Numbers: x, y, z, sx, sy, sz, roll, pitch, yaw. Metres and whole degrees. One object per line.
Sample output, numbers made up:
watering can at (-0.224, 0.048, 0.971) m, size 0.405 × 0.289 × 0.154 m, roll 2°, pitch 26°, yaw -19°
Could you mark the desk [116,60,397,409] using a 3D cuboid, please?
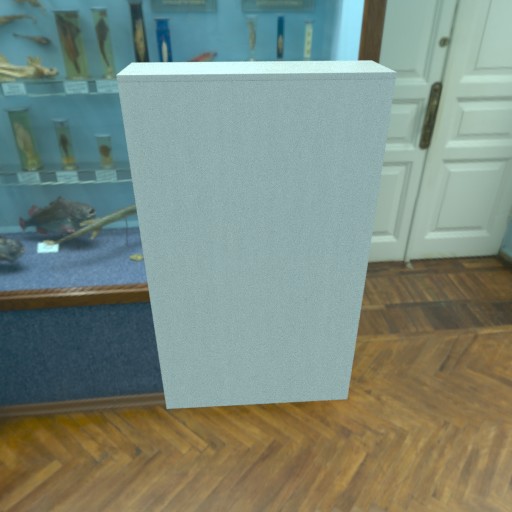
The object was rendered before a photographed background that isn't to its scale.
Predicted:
desk at (0.000, 0.000, 1.615) m, size 0.750 × 1.280 × 0.250 m, roll -2°, pitch 31°, yaw -3°
